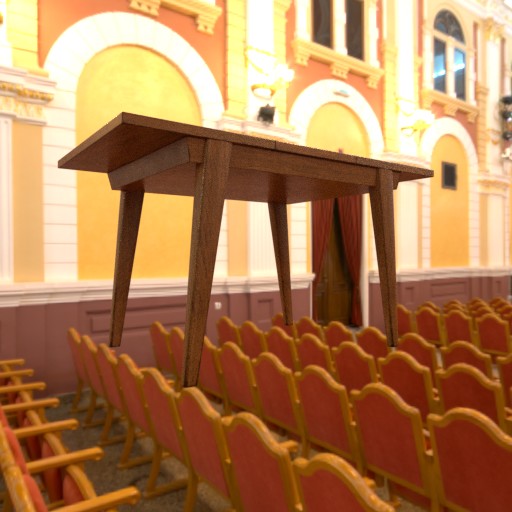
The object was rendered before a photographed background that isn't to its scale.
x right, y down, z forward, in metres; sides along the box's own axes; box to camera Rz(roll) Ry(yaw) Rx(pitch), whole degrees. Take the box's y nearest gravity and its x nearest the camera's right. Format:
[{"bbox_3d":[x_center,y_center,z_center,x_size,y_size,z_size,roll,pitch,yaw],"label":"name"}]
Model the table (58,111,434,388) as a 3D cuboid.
[{"bbox_3d":[0.000,0.000,1.868,1.400,0.760,0.757,0,0,-36],"label":"table"}]
